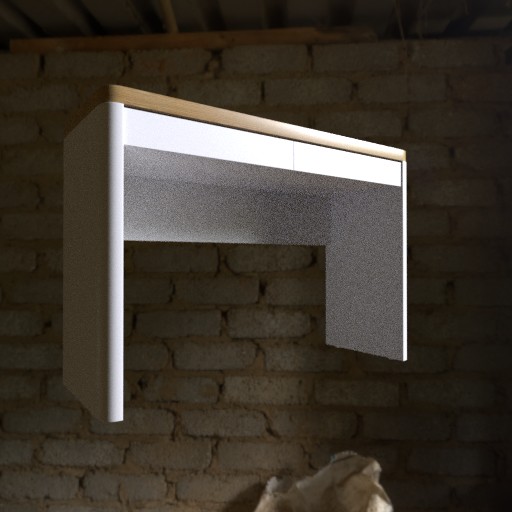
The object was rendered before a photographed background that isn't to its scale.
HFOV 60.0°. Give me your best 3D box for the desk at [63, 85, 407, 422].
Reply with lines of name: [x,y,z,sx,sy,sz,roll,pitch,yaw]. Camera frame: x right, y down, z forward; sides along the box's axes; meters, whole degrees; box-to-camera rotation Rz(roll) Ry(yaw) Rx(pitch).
desk: [0.000,0.000,1.449,1.100,0.760,0.390,0,-1,-35]
